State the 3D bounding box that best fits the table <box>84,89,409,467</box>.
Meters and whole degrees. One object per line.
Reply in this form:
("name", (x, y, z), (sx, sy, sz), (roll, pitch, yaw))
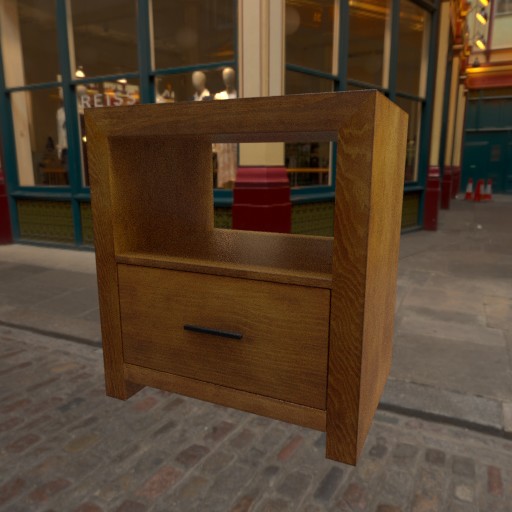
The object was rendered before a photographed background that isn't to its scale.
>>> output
("table", (0.000, 0.000, 0.969), (0.550, 0.605, 0.400), (6, 14, 24))
